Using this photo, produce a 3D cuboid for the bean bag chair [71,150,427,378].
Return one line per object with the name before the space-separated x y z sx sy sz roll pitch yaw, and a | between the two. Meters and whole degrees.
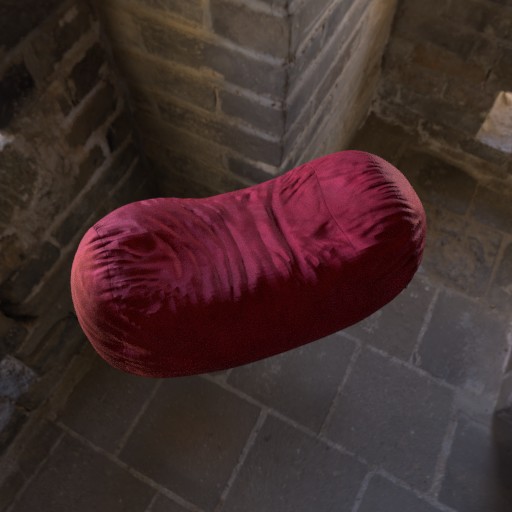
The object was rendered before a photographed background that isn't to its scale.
bean bag chair | 0.000 0.000 2.864 2.293 0.867 1.216 -16 60 -10
